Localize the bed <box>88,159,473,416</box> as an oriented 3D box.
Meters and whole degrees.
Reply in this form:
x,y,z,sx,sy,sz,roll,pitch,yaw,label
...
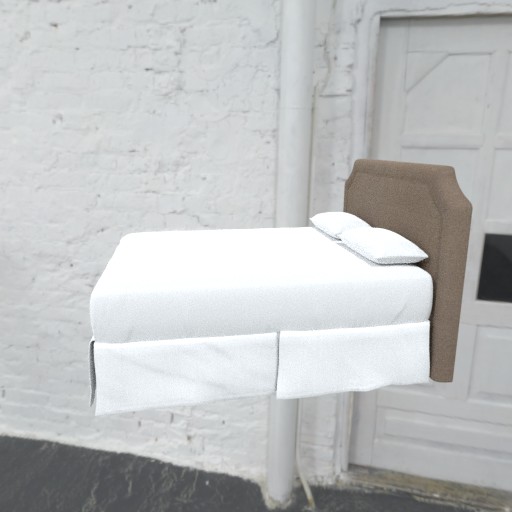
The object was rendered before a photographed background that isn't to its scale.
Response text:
x,y,z,sx,sy,sz,roll,pitch,yaw,label
0.000,0.000,3.119,2.116,1.290,1.693,-2,14,-9,bed
